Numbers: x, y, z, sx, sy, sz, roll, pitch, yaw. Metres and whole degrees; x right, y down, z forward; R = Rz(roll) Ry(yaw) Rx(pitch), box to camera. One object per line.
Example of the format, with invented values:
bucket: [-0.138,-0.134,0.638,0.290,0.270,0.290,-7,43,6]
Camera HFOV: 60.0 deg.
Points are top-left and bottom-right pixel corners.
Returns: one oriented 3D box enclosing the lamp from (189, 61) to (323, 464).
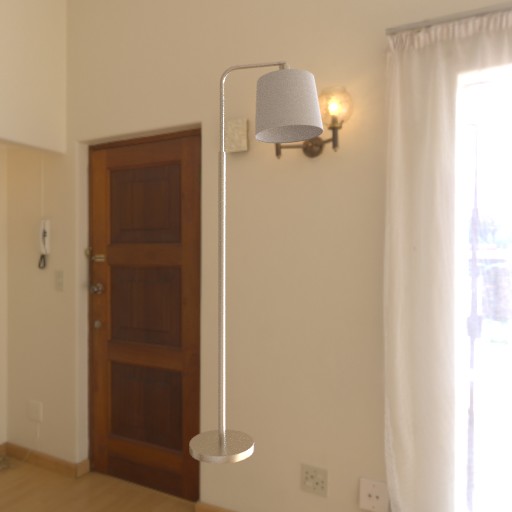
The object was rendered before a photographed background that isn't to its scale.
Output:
lamp: [0.000,0.000,1.687,0.508,1.478,0.254,0,0,2]
